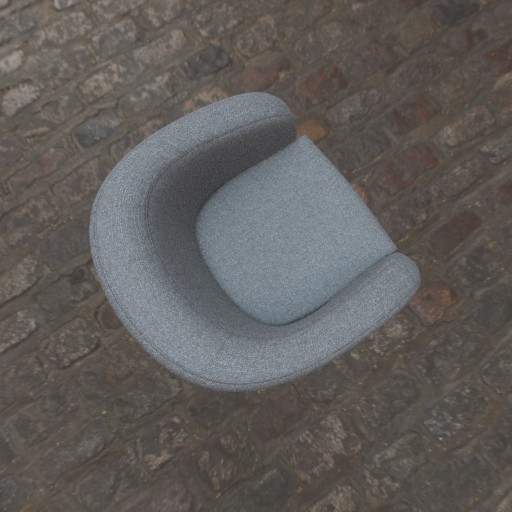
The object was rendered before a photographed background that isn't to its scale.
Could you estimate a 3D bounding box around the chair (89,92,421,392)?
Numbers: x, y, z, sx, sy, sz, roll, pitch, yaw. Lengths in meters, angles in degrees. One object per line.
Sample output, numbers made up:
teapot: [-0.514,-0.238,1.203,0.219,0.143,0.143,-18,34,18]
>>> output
chair: [0.000,0.000,1.455,0.815,0.771,0.791,-34,78,-8]
